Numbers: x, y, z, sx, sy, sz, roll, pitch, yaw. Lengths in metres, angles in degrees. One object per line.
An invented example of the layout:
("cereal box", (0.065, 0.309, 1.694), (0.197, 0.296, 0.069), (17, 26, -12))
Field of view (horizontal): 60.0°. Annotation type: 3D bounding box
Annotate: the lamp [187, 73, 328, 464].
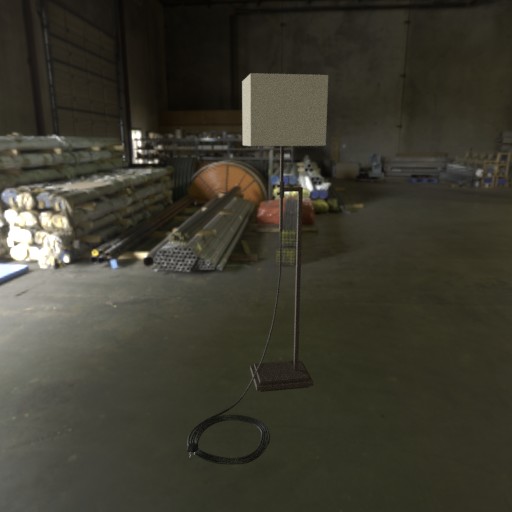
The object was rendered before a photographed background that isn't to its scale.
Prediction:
("lamp", (0.000, 0.000, 2.044), (0.698, 1.600, 0.774), (-2, 15, -9))
